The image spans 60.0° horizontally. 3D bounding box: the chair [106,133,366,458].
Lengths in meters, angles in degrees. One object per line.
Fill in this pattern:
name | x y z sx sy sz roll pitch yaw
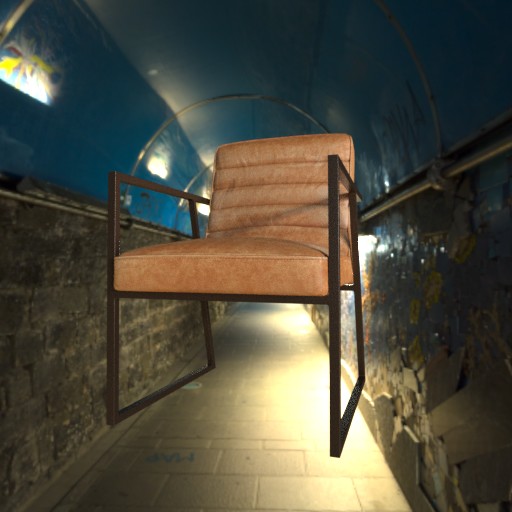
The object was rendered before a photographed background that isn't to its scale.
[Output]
chair | 0.000 0.000 1.288 0.571 0.832 0.677 0 0 19
